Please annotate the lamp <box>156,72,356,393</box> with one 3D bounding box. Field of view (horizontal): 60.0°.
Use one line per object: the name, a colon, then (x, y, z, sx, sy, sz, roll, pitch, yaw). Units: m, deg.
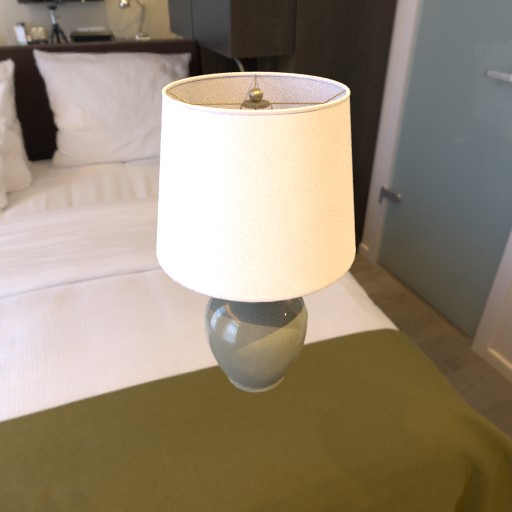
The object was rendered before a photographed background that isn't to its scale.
lamp: (0.000, 0.000, 0.553, 0.239, 0.399, 0.239, 0, 32, 0)
